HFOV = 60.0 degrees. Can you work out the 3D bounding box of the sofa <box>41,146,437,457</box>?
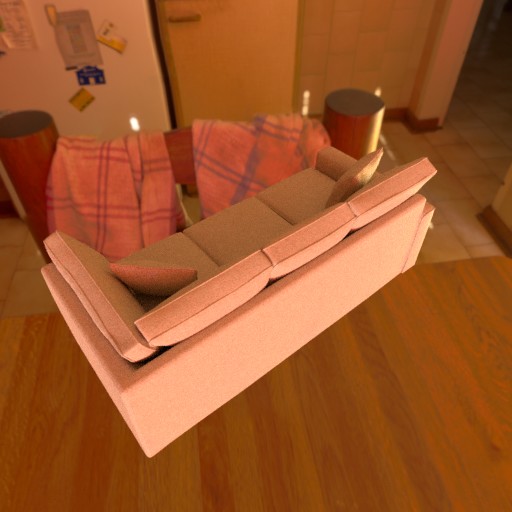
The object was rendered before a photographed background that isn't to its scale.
[{"bbox_3d":[0.000,0.000,2.880,2.317,0.962,1.061,-30,52,-27],"label":"sofa"}]
